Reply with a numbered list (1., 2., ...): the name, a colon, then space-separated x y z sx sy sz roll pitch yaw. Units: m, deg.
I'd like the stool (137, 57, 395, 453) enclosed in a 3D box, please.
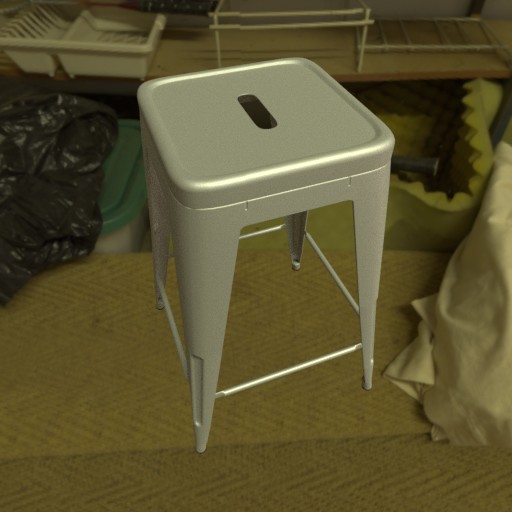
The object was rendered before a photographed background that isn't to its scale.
1. stool: 0.000 0.000 0.851 0.406 0.610 0.406 -15 48 -14
